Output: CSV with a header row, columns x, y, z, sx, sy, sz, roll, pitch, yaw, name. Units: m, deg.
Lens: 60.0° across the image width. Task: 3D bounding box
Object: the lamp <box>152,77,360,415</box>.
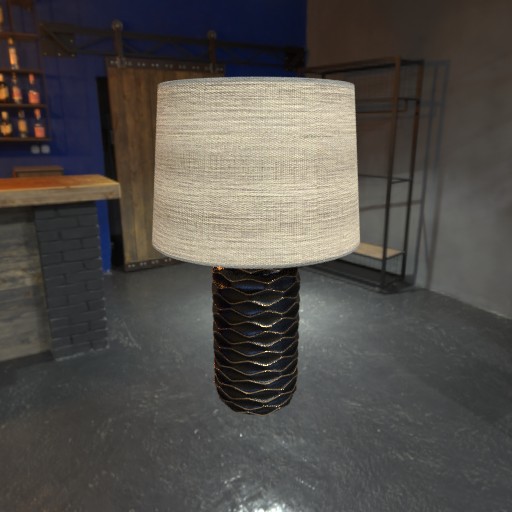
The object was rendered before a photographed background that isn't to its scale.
x,y,z,sx,sy,sz,roll,pitch,yaw,name
0.000,0.000,0.831,0.376,0.594,0.376,0,17,0,lamp
